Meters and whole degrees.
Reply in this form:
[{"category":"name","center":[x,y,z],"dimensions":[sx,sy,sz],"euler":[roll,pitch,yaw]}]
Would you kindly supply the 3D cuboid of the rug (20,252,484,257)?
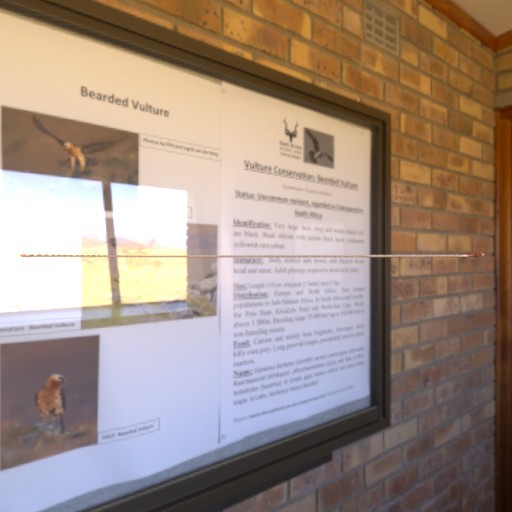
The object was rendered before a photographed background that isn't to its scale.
[{"category":"rug","center":[0.000,0.000,2.459],"dimensions":[2.092,0.017,1.232],"euler":[0,0,17]}]
